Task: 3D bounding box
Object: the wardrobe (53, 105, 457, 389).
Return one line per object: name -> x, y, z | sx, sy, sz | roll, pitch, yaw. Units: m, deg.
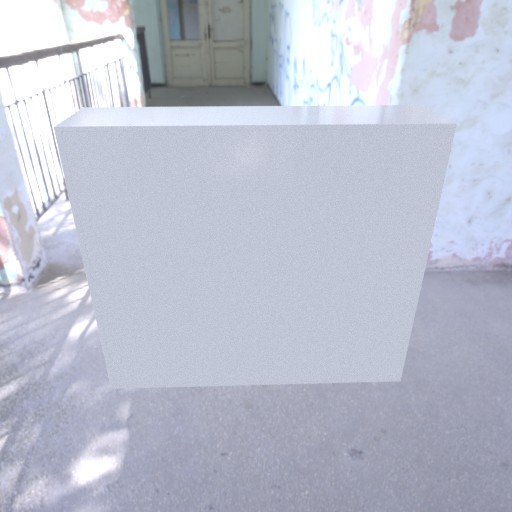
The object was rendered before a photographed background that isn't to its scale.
wardrobe -> 0.000, 0.000, 1.922 | 1.340, 1.200, 0.360 | -1, 29, -2
